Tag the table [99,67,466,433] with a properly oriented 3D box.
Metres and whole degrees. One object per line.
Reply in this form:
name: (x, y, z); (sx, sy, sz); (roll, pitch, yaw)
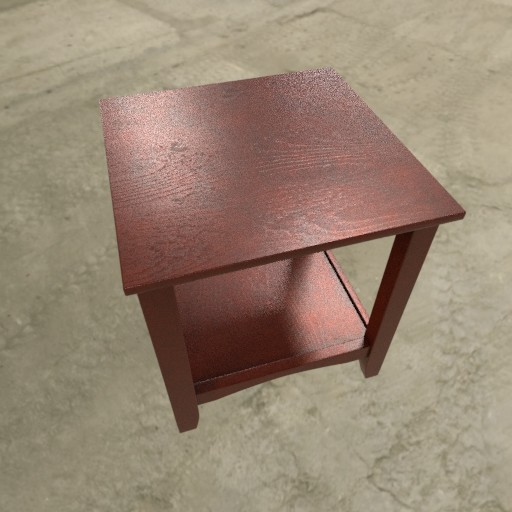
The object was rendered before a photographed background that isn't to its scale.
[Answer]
table: (0.000, 0.000, 0.975); (0.523, 0.558, 0.522); (-11, 48, -10)
